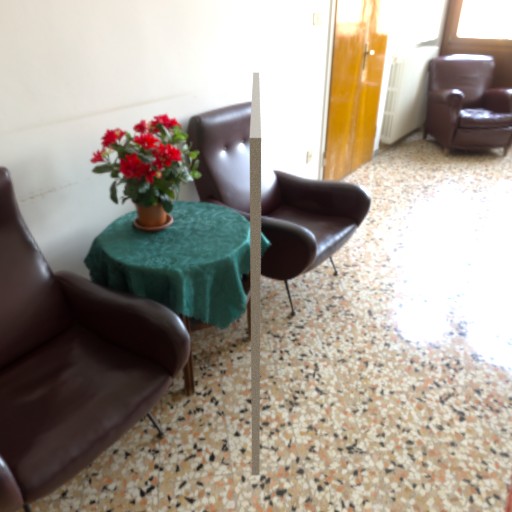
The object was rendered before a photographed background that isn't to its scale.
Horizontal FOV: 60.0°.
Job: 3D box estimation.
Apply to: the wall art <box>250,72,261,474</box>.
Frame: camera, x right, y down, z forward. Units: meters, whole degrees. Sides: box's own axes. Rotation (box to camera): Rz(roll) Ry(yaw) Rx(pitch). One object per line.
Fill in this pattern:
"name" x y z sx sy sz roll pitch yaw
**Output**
"wall art" 0.000 0.000 0.802 0.012 0.557 0.482 0 30 0
